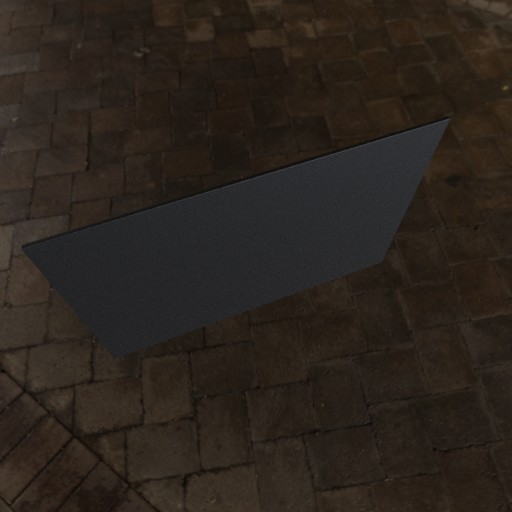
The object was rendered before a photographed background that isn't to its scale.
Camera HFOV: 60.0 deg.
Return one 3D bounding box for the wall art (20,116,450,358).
[{"bbox_3d":[0.000,0.000,1.502,1.192,0.811,0.013,-19,61,-11],"label":"wall art"}]
